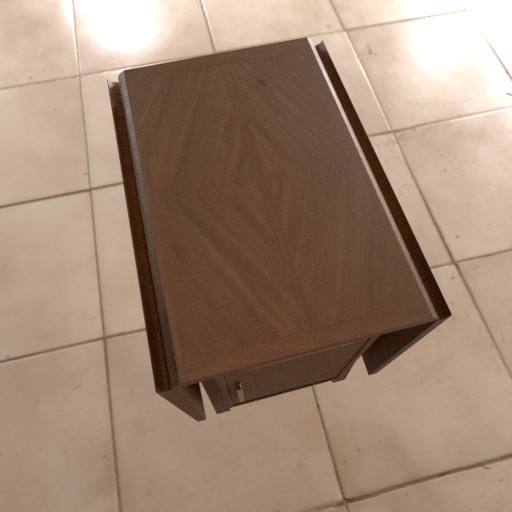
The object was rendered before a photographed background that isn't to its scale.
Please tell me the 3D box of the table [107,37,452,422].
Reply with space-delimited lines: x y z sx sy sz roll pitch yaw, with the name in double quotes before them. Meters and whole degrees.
"table" 0.000 0.000 1.627 0.701 0.981 0.967 -13 65 -6
